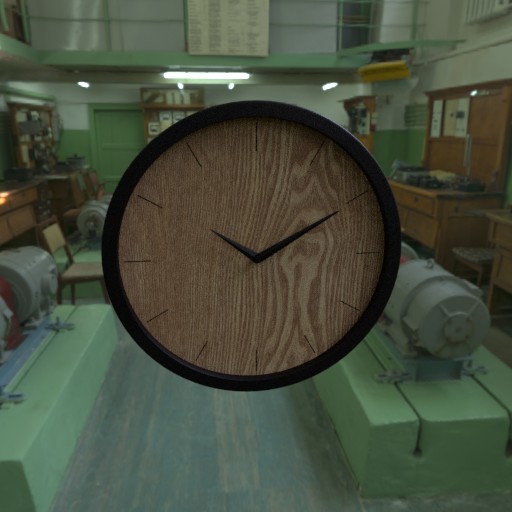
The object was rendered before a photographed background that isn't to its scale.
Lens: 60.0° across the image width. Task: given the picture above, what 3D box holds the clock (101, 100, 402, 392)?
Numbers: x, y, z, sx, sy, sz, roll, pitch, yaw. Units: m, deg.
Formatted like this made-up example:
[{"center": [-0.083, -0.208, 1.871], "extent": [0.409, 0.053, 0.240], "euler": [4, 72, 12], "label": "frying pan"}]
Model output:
[{"center": [0.000, 0.000, 0.474], "extent": [0.314, 0.314, 0.029], "euler": [-2, 16, -7], "label": "clock"}]
